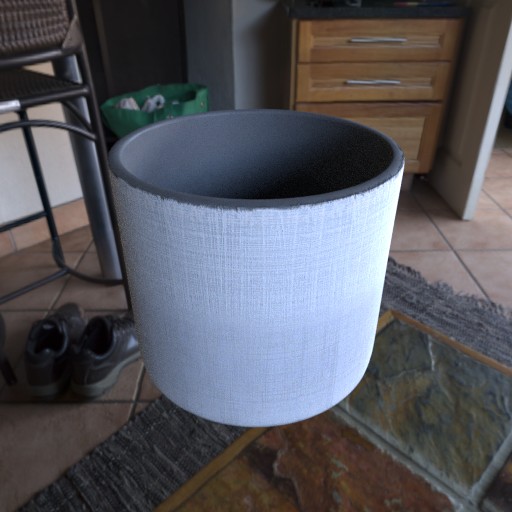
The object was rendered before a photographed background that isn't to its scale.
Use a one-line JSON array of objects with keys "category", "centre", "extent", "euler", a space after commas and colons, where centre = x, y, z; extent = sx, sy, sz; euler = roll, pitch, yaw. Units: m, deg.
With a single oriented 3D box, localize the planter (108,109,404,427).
[{"category": "planter", "centre": [0.000, 0.000, 0.387], "extent": [0.221, 0.201, 0.221], "euler": [0, 32, 0]}]
